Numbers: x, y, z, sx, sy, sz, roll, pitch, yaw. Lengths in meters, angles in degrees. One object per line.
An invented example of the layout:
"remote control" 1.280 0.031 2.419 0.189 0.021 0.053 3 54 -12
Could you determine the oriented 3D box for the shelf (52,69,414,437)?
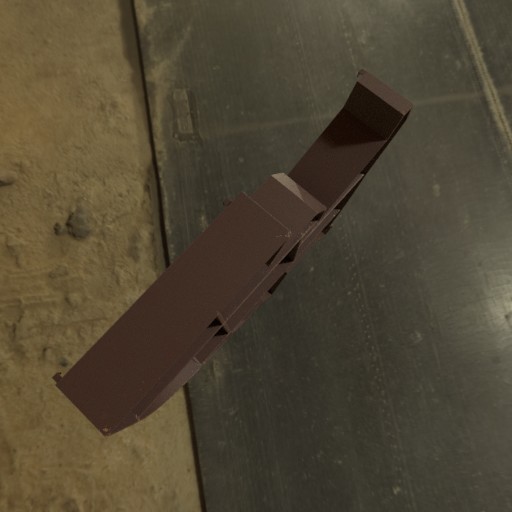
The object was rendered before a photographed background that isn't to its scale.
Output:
"shelf" 0.000 0.000 0.882 0.112 0.439 0.729 41 79 10
